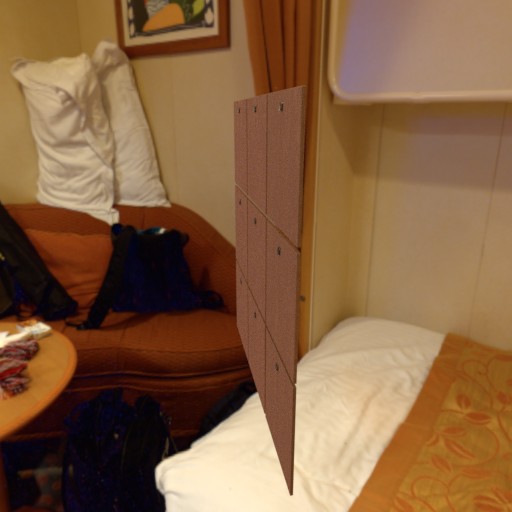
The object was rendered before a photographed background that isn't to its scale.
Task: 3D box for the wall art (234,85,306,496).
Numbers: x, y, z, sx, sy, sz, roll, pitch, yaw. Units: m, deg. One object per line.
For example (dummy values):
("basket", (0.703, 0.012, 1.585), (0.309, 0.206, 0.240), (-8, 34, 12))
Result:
("wall art", (0.000, 0.000, 2.246), (0.023, 1.522, 1.526), (-3, 18, -10))
